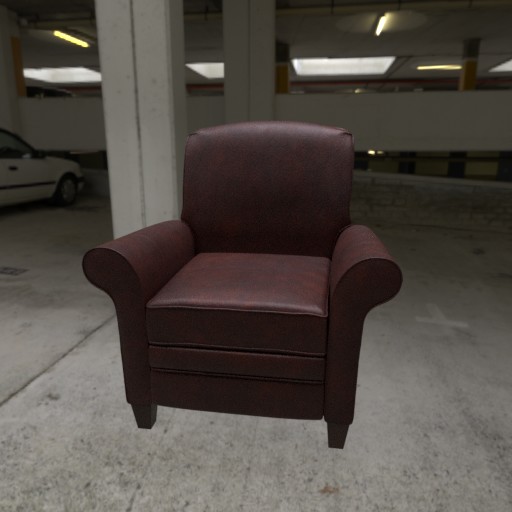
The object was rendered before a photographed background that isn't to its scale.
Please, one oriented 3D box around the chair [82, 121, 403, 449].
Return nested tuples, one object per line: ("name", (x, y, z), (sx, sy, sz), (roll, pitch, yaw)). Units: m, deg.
("chair", (0.000, 0.000, 1.754), (0.978, 1.061, 0.902), (2, 15, 9))
